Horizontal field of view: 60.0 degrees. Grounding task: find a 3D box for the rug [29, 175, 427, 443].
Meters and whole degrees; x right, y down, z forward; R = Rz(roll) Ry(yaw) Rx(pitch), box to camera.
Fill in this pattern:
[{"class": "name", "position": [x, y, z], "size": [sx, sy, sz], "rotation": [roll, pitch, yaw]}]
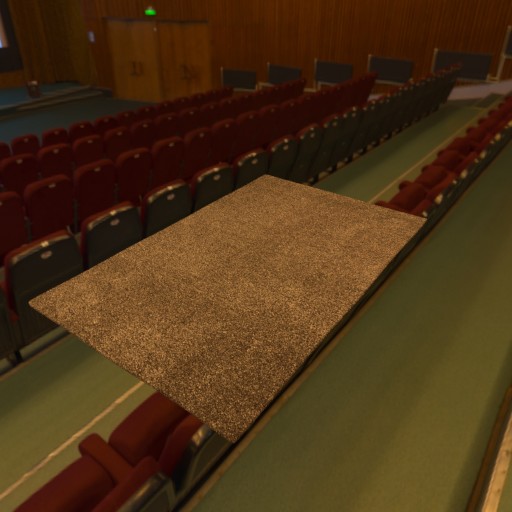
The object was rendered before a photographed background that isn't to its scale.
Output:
[{"class": "rug", "position": [0.000, 0.000, 2.940], "size": [1.501, 0.025, 2.352], "rotation": [21, 38, 30]}]
